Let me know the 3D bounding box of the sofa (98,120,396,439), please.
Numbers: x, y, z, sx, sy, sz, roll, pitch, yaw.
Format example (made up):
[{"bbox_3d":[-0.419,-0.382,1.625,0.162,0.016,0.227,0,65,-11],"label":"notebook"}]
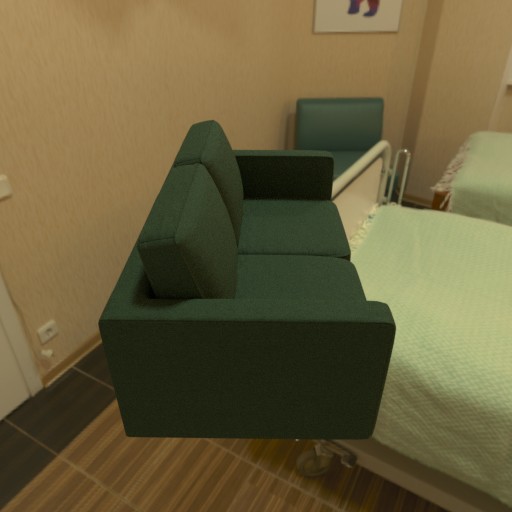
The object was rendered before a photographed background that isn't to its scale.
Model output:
[{"bbox_3d":[0.000,0.000,1.967,0.879,0.899,1.430,0,33,1],"label":"sofa"}]
